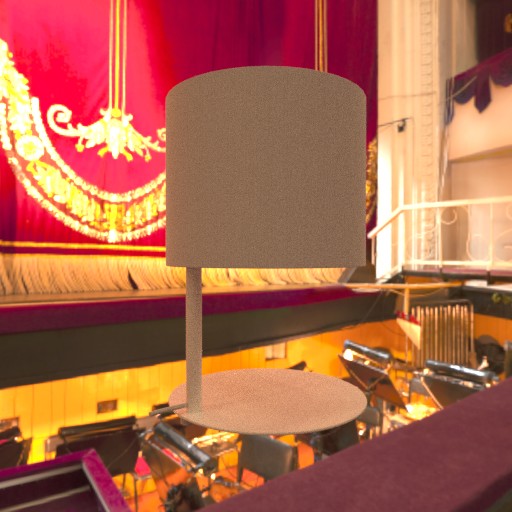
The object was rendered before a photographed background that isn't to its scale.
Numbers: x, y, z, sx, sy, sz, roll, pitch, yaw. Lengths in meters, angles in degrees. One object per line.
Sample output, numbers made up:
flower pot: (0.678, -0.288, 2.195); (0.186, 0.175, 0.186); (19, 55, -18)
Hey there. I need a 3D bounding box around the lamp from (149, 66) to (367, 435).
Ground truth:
lamp: (0.000, 0.000, 0.667); (0.341, 0.454, 0.299); (0, 1, -36)
